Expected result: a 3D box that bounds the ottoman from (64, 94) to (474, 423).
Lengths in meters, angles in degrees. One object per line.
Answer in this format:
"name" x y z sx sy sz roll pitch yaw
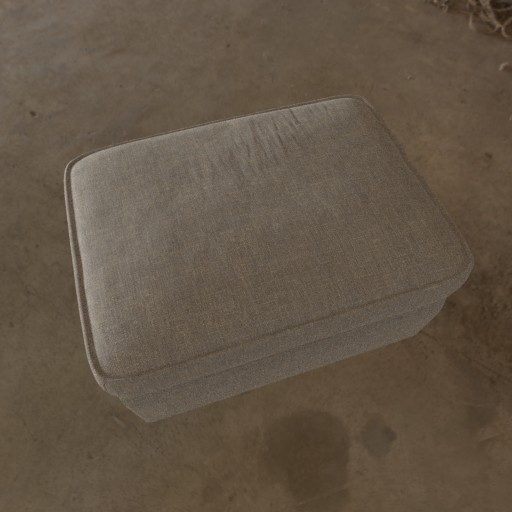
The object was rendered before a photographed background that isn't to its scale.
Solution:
"ottoman" 0.000 0.000 1.082 0.762 0.457 0.559 -16 60 -9
